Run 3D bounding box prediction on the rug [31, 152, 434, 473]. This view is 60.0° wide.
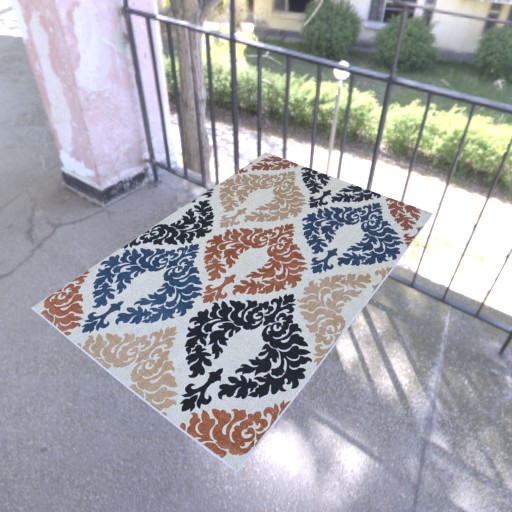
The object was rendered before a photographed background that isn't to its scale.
[{"bbox_3d":[0.000,0.000,2.858,1.514,0.014,2.275,27,48,27],"label":"rug"}]
